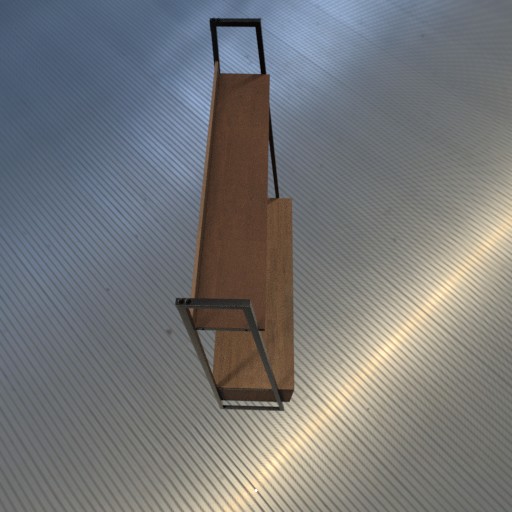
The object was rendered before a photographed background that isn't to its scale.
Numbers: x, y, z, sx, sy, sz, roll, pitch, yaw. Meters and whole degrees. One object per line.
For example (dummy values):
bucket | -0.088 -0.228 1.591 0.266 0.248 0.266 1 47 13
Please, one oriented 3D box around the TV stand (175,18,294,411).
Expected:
TV stand | 0.000 0.000 2.289 0.432 1.772 1.250 1 62 1
